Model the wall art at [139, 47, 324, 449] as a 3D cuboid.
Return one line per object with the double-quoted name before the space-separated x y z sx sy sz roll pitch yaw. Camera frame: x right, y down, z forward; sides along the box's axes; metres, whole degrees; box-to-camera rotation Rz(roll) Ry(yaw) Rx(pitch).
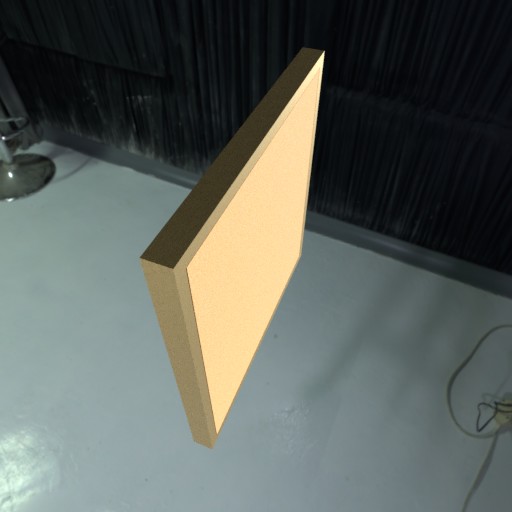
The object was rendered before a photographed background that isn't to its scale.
"wall art" 0.000 0.000 1.951 0.095 1.284 1.284 17 51 15
